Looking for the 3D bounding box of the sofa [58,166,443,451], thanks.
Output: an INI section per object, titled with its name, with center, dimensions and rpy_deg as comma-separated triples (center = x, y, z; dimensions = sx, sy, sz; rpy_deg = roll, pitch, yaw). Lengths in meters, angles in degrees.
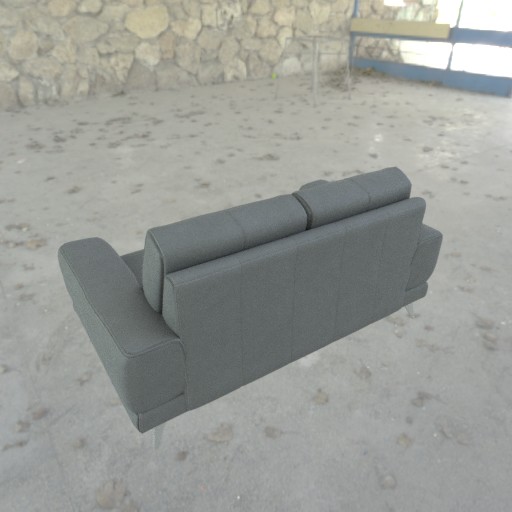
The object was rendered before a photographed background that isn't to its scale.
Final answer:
[sofa]
center = 0.000, 0.000, 2.348
dimensions = 1.806, 0.907, 1.018
rpy_deg = -18, 34, -29
